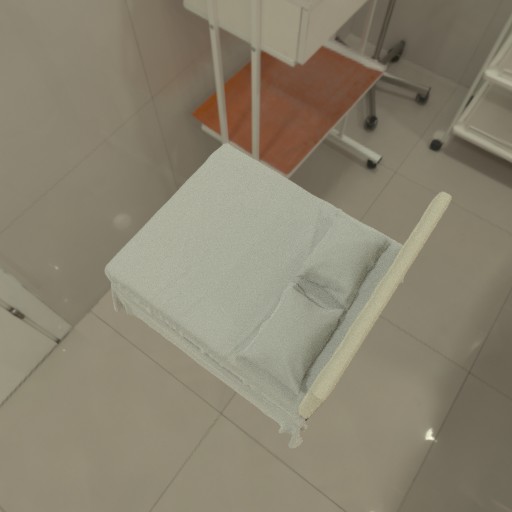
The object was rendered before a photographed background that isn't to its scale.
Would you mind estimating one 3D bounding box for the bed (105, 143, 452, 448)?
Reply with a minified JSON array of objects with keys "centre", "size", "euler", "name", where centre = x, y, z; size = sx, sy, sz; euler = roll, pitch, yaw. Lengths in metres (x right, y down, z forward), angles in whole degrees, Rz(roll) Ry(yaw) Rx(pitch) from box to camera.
[{"centre":[0.000,0.000,3.605],"size":[2.222,1.577,1.936],"euler":[33,68,15],"name":"bed"}]
